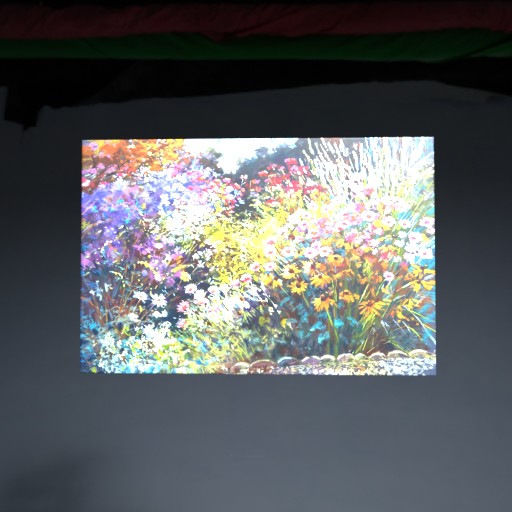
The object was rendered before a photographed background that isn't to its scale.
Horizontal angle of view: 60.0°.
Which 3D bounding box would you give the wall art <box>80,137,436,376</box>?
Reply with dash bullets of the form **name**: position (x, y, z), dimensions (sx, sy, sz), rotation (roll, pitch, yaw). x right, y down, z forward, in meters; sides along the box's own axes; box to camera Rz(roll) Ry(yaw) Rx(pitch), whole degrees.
- **wall art**: position (0.000, 0.000, 0.782), dimensions (0.610, 0.406, 0.037), rotation (0, -1, 2)
